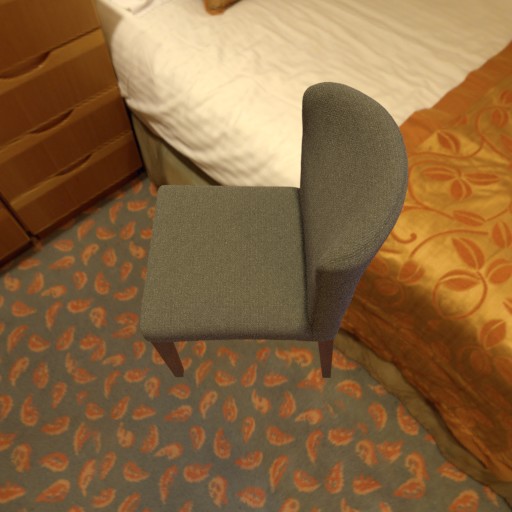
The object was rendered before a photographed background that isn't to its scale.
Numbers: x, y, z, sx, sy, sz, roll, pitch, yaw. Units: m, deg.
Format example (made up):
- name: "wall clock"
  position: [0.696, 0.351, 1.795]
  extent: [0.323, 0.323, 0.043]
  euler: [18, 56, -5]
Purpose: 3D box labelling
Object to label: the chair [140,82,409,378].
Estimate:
- name: "chair"
  position: [0.000, 0.000, 1.215]
  extent: [0.589, 0.839, 0.491]
  euler: [0, 59, 0]
